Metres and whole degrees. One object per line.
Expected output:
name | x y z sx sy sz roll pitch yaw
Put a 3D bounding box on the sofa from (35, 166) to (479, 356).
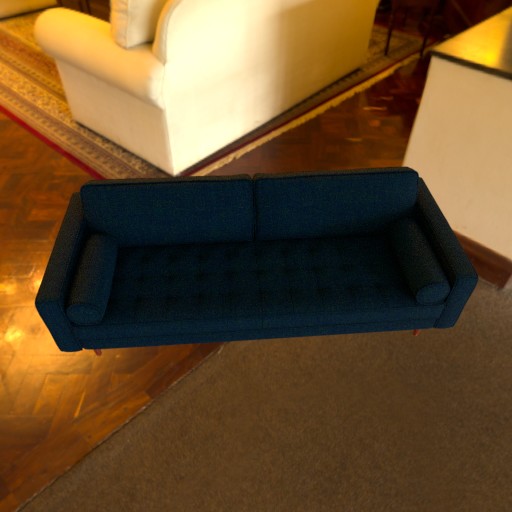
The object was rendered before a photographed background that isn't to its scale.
sofa | 0.000 0.000 2.608 2.210 0.762 0.914 -3 45 -3
